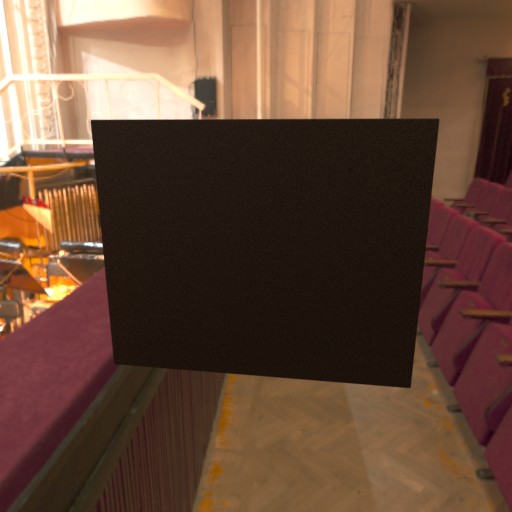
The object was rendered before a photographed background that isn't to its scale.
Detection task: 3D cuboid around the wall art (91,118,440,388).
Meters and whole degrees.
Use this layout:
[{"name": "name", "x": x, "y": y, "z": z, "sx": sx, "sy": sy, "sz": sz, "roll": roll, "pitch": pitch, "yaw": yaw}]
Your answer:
[{"name": "wall art", "x": 0.000, "y": 0.000, "z": 0.774, "sx": 0.558, "sy": 0.457, "sz": 0.031, "roll": 2, "pitch": 16, "yaw": 8}]
